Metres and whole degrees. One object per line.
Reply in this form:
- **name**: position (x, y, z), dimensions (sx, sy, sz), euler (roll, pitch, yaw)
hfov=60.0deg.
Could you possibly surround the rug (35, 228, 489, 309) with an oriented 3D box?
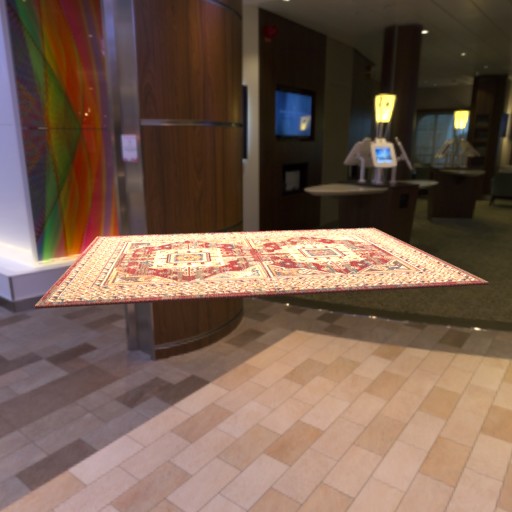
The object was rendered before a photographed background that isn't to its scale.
- **rug**: position (0.000, 0.000, 5.854), dimensions (4.578, 0.033, 3.033), euler (-2, 15, -8)
